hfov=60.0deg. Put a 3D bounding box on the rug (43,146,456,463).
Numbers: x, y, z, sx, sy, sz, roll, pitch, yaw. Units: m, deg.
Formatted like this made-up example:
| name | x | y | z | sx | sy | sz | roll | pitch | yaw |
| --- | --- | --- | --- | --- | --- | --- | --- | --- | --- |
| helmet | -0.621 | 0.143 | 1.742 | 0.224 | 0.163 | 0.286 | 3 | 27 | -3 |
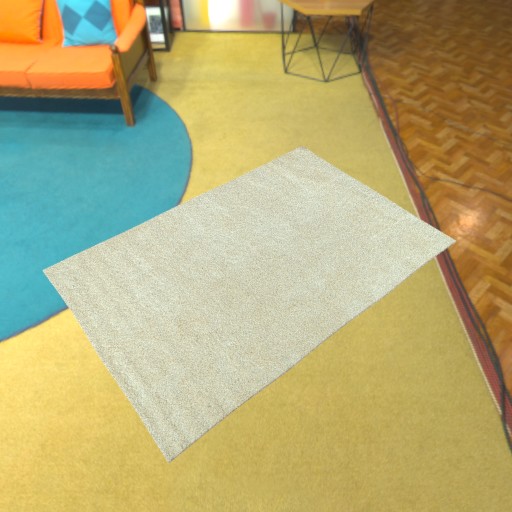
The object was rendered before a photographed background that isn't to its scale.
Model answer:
| name | x | y | z | sx | sy | sz | roll | pitch | yaw |
| --- | --- | --- | --- | --- | --- | --- | --- | --- | --- |
| rug | 0.000 | 0.000 | 3.470 | 2.699 | 0.025 | 1.800 | -31 | 54 | -26 |
